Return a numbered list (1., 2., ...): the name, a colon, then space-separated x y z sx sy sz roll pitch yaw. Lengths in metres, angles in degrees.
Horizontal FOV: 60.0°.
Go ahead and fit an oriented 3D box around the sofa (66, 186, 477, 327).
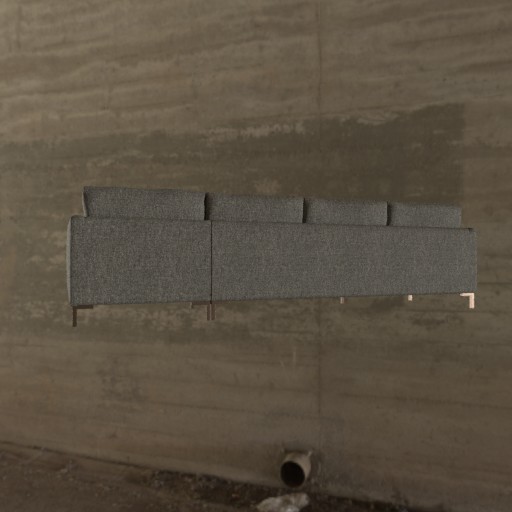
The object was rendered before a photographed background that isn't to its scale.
1. sofa: 0.000 0.000 3.576 2.737 0.756 1.879 0 -1 -20
